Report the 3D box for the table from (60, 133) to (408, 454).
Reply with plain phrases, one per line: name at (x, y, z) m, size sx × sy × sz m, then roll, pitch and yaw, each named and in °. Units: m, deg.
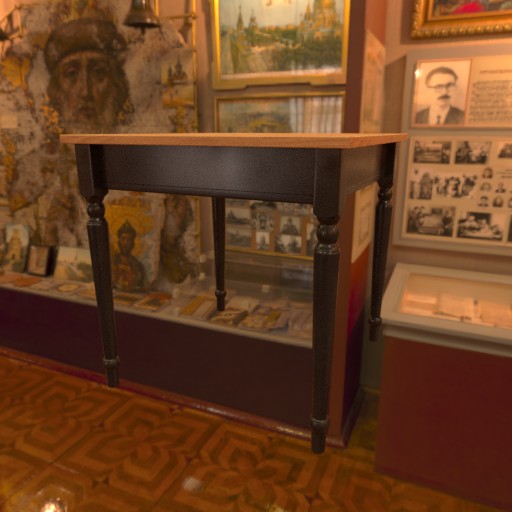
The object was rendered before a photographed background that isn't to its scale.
table at (0.000, 0.000, 1.392) m, size 0.747 × 0.738 × 0.747 m, roll 8°, pitch 18°, yaw 25°
